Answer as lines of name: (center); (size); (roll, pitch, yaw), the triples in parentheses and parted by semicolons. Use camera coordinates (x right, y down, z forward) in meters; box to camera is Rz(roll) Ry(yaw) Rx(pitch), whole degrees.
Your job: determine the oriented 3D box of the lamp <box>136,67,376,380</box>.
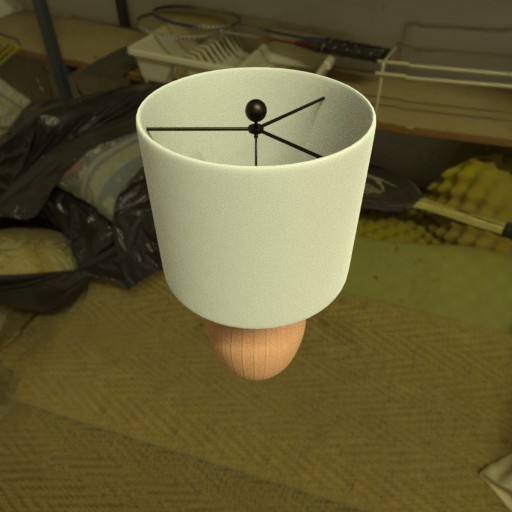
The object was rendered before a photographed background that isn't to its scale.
lamp: (0.000, 0.000, 0.795); (0.329, 0.570, 0.329); (0, 41, 0)
